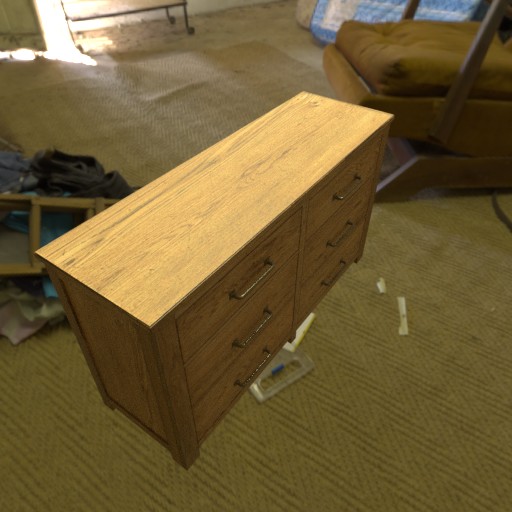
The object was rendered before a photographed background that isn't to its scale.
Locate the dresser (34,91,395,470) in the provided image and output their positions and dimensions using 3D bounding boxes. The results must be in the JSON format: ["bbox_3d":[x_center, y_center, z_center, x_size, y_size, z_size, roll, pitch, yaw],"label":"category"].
[{"bbox_3d":[0.000,0.000,2.104,0.563,0.932,1.657,26,47,26],"label":"dresser"}]
